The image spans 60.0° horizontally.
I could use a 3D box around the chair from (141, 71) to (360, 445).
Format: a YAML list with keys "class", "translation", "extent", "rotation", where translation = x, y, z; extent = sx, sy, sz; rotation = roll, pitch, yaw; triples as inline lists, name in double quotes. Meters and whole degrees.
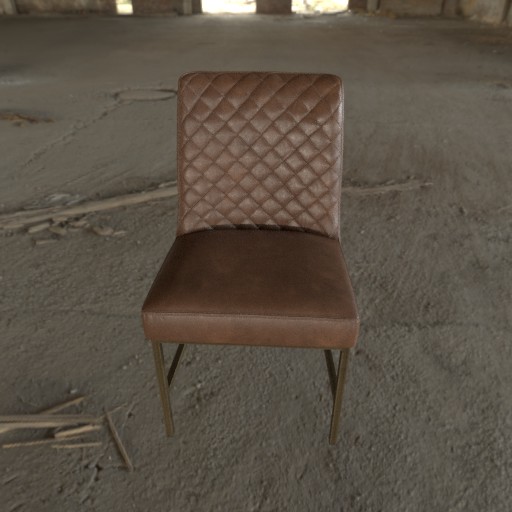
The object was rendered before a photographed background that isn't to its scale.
- class: "chair"
  translation: [0.000, 0.000, 1.247]
  extent: [0.508, 0.889, 0.587]
  rotation: [2, 31, 3]
